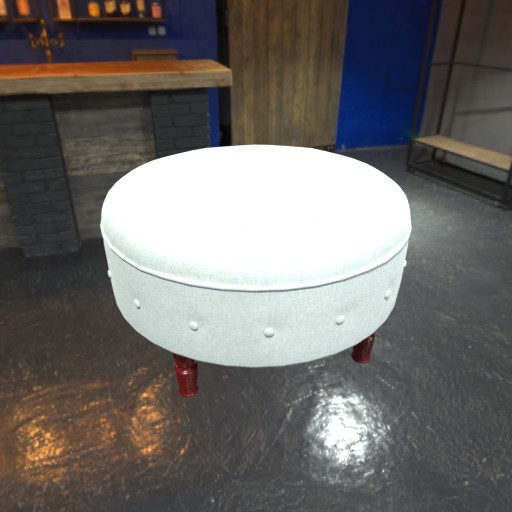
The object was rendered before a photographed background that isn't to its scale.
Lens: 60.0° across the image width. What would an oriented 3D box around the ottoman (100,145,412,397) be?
[{"bbox_3d":[0.000,0.000,1.346,0.850,0.483,0.850,0,30,0],"label":"ottoman"}]
